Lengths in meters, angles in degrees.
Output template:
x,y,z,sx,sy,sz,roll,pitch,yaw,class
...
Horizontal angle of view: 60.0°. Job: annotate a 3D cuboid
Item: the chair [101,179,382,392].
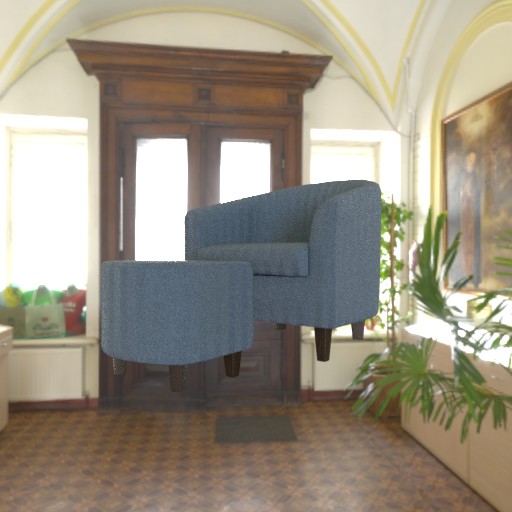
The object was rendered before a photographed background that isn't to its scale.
x,y,z,sx,sy,sz,roll,pitch,yaw,class
0.000,0.000,1.765,0.756,0.757,1.288,0,0,38,chair
